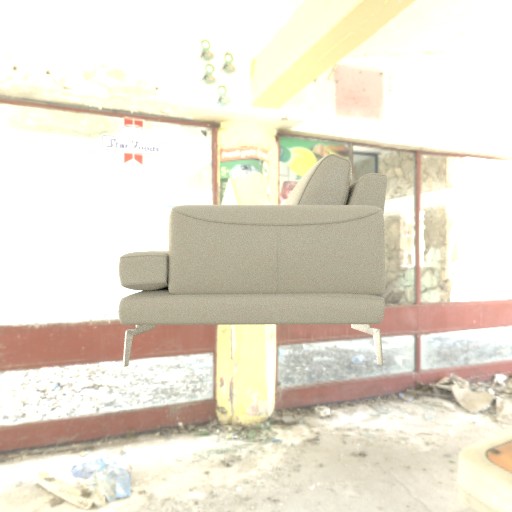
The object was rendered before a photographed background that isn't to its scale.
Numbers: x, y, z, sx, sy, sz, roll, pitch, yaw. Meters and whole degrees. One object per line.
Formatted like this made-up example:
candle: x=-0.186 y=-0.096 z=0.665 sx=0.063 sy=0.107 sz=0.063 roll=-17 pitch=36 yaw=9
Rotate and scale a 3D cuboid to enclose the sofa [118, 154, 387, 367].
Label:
sofa: x=0.000 y=0.000 z=2.450 sx=0.974 sy=0.765 sz=1.940 roll=0 pitch=0 yaw=-1
